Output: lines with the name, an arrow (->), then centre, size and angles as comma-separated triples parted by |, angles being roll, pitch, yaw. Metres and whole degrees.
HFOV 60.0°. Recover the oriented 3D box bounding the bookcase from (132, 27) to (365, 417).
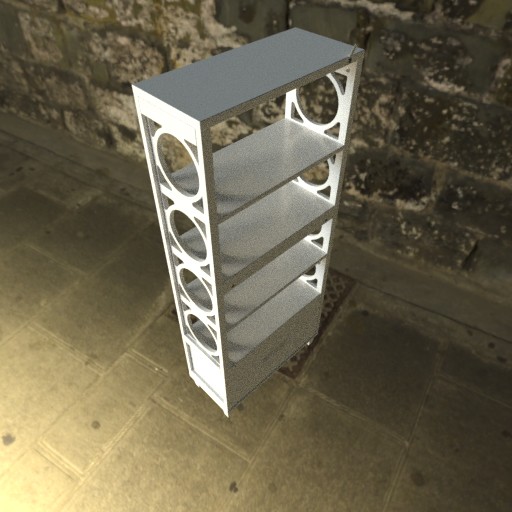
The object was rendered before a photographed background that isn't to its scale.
bookcase -> 0.000, 0.000, 2.108 | 0.761, 1.869, 0.361 | -34, 54, -30
